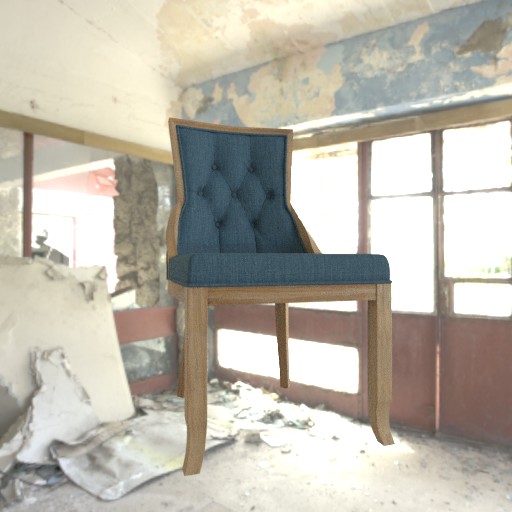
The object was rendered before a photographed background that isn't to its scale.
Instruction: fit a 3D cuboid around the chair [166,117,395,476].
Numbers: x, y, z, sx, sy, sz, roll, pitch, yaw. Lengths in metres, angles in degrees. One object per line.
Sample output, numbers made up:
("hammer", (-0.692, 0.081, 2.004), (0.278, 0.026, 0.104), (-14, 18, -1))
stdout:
("chair", (0.000, 0.000, 1.329), (0.524, 0.947, 0.641), (0, 0, -18))
